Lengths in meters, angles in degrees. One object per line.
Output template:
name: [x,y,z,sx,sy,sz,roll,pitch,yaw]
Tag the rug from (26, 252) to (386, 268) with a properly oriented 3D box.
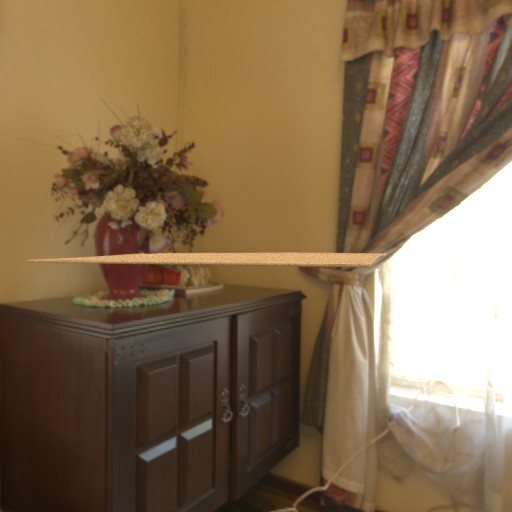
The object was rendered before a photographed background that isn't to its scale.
rug: [0.000,0.000,2.967,1.624,0.030,2.264,0,1,18]
